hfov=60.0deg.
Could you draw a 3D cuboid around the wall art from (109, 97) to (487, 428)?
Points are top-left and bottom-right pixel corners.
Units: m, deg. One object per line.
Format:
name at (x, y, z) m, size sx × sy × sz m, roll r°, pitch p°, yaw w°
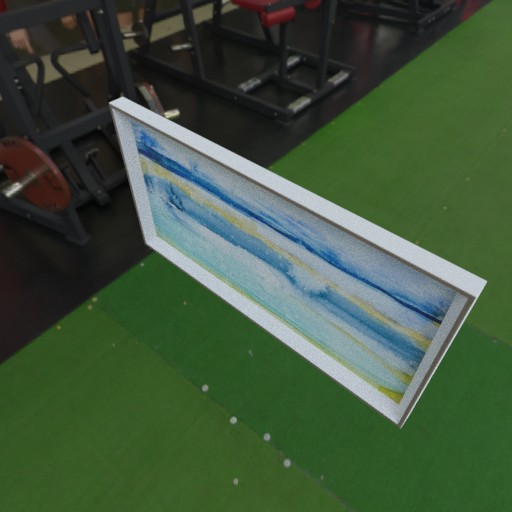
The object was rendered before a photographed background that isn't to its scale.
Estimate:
wall art at (0.000, 0.000, 0.940) m, size 0.812 × 0.431 × 0.038 m, roll 32°, pitch 54°, yaw 27°
